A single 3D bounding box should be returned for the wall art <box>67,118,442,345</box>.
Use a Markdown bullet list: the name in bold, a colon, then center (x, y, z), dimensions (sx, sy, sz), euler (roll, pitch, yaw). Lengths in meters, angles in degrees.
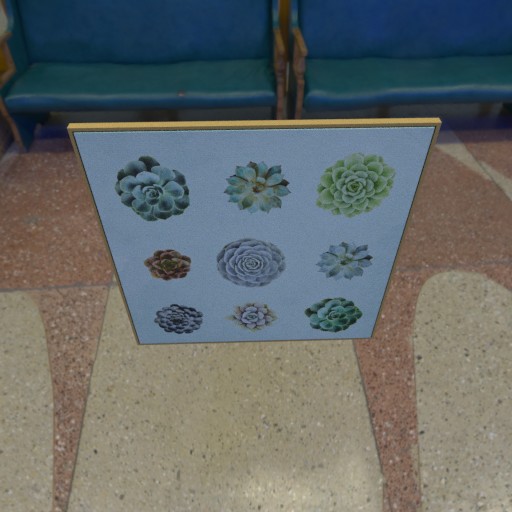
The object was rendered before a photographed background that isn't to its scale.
- **wall art**: center (0.000, 0.000, 0.702), dimensions (0.457, 0.455, 0.013), euler (-1, 44, -1)
